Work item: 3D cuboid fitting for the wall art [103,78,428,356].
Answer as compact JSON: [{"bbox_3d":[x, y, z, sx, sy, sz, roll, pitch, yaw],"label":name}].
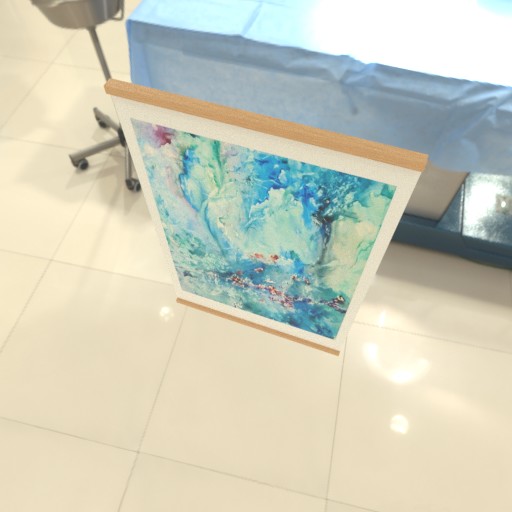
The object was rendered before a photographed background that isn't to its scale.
[{"bbox_3d":[0.000,0.000,0.654,0.335,0.510,0.013,17,59,10],"label":"wall art"}]
